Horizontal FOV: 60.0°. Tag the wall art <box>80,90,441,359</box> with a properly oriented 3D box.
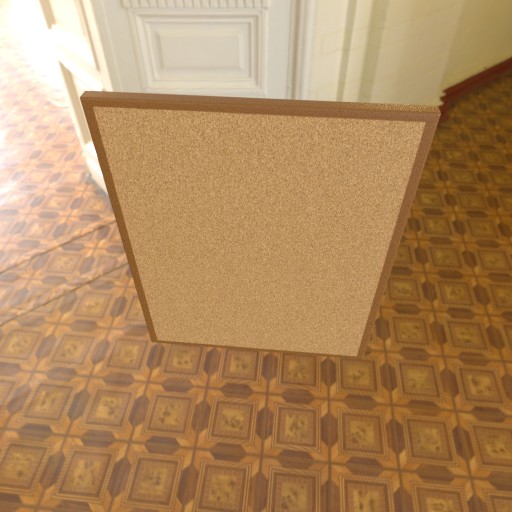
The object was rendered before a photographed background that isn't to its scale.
[{"bbox_3d":[0.000,0.000,0.516,0.310,0.379,0.015,4,45,4],"label":"wall art"}]
